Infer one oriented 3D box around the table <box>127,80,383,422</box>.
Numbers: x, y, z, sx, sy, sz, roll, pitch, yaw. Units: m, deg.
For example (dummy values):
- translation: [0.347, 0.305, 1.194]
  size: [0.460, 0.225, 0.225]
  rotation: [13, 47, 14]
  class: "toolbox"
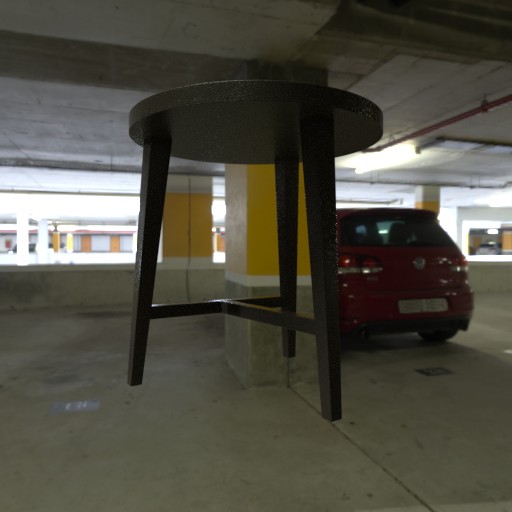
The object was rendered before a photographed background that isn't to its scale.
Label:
- translation: [0.000, 0.000, 0.910]
  size: [0.500, 0.531, 0.500]
  rotation: [0, 1, 0]
  class: "table"
